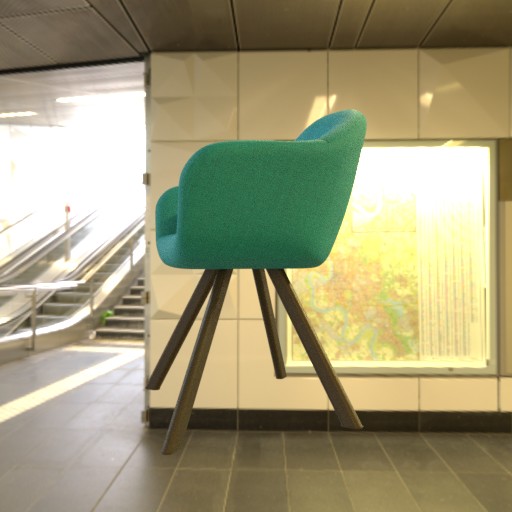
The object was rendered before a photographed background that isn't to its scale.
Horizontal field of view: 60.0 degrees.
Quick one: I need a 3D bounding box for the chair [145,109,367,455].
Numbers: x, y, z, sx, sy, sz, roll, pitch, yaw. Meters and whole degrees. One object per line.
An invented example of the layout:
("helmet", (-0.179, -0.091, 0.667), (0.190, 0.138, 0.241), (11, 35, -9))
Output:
("chair", (0.000, 0.000, 1.199), (0.550, 0.795, 0.590), (0, 0, -18))
